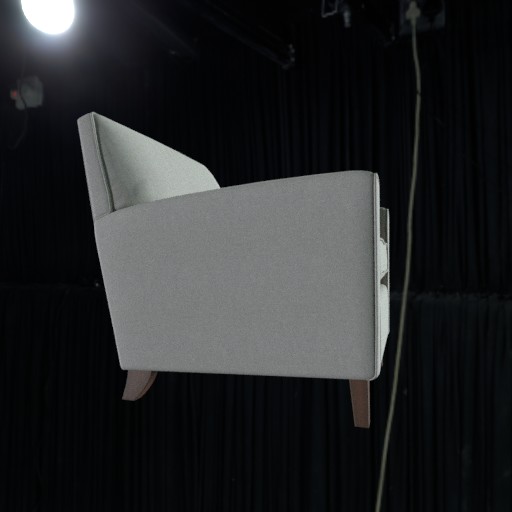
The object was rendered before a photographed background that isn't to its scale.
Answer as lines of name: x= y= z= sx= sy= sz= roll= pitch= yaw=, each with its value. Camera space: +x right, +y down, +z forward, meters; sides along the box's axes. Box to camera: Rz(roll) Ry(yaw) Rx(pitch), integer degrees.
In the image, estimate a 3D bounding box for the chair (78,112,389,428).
chair: x=0.000 y=0.000 z=1.536 sx=0.871 sy=0.846 sz=0.840 roll=0 pitch=-1 yaw=19
